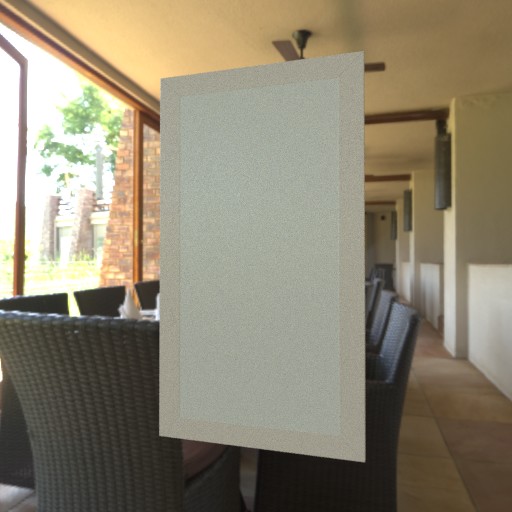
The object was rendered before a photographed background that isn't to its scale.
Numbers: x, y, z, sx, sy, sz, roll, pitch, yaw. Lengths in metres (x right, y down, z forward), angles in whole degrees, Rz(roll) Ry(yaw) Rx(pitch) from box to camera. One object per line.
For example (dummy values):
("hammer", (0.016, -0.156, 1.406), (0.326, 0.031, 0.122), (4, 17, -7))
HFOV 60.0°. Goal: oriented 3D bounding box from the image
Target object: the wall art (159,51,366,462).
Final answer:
("wall art", (0.000, 0.000, 0.797), (0.380, 0.683, 0.013), (0, -1, 17))
